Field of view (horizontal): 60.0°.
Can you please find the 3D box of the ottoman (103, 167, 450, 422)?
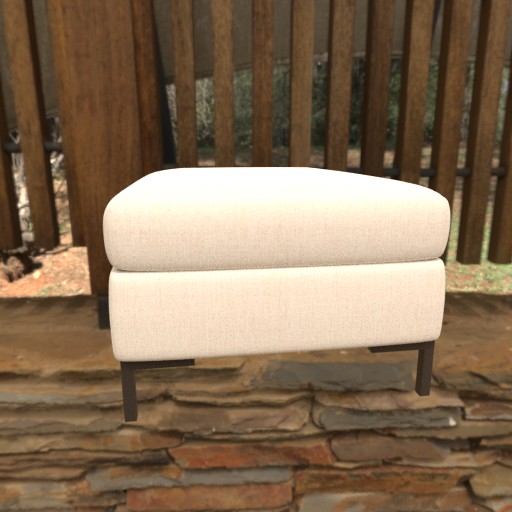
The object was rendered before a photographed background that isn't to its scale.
[{"bbox_3d":[0.000,0.000,1.187,0.657,0.453,0.794,-2,14,-8],"label":"ottoman"}]
